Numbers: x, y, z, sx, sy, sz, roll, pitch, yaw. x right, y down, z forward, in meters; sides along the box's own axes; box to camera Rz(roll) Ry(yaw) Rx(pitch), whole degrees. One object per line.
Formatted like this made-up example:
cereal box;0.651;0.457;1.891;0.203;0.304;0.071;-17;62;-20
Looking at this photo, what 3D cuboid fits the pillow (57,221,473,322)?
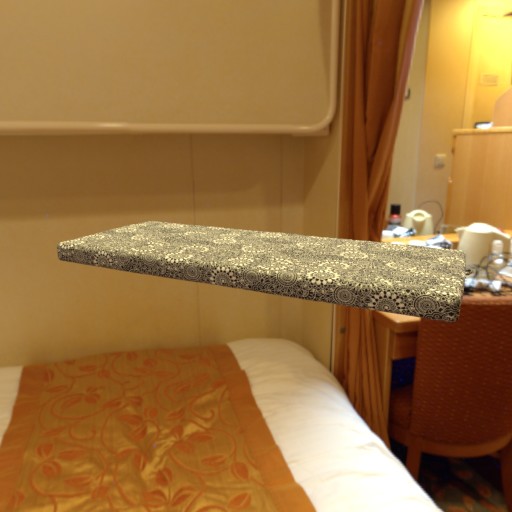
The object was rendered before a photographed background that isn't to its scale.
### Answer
pillow;0.000;0.000;1.340;1.187;0.081;0.492;7;16;25
